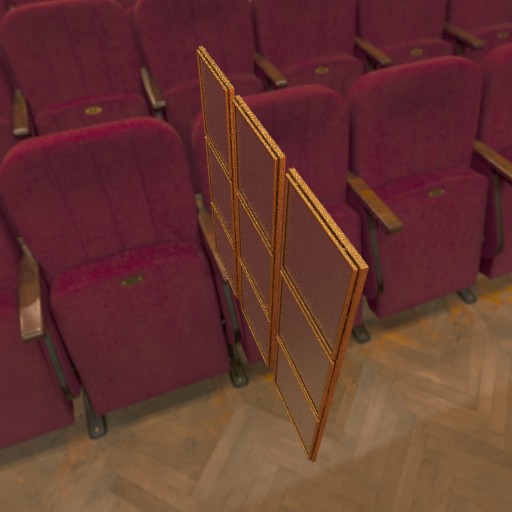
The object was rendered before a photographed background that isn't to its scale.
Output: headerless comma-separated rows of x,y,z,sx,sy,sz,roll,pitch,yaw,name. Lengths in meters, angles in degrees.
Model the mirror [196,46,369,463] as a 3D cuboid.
0.000,0.000,1.409,0.023,0.926,1.011,-15,48,-14,mirror
